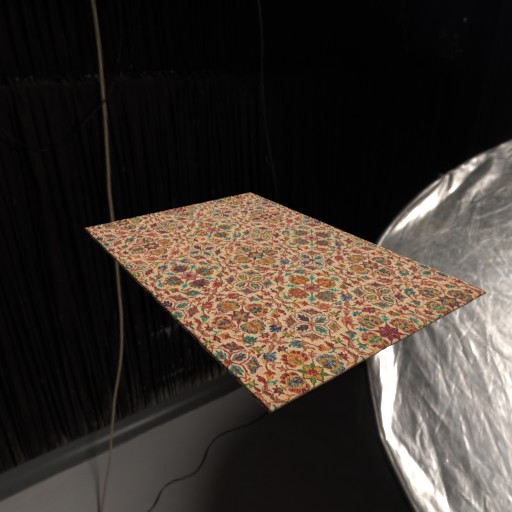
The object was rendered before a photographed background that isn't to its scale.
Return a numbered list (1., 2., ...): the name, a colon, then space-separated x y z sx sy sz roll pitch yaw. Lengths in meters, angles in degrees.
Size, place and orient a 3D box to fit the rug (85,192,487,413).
1. rug: 0.000 0.000 2.917 1.541 0.018 2.297 -17 30 -32
